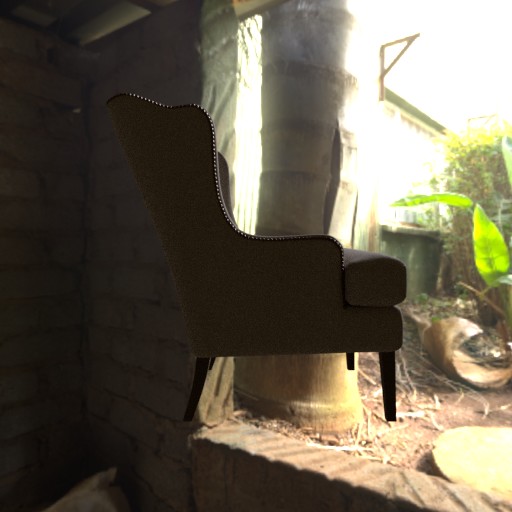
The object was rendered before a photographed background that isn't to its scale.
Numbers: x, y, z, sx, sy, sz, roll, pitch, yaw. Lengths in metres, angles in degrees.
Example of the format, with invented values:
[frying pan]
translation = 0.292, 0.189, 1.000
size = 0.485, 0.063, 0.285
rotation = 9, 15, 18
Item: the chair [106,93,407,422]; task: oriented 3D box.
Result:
[chair]
translation = 0.000, 0.000, 1.690
size = 0.940, 1.029, 0.737
rotation = 0, 1, 0
